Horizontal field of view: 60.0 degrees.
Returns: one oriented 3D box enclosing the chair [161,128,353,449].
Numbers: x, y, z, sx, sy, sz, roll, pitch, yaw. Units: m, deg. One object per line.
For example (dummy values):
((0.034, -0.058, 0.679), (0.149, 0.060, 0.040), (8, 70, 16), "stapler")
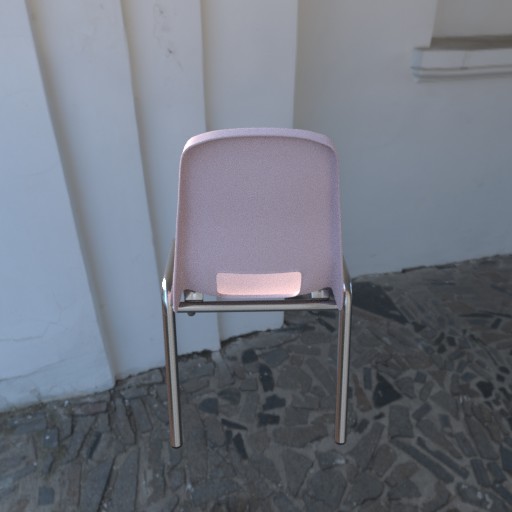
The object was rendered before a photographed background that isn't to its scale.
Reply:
((0.000, 0.000, 0.861), (0.354, 0.586, 0.423), (-1, 30, -1), "chair")
